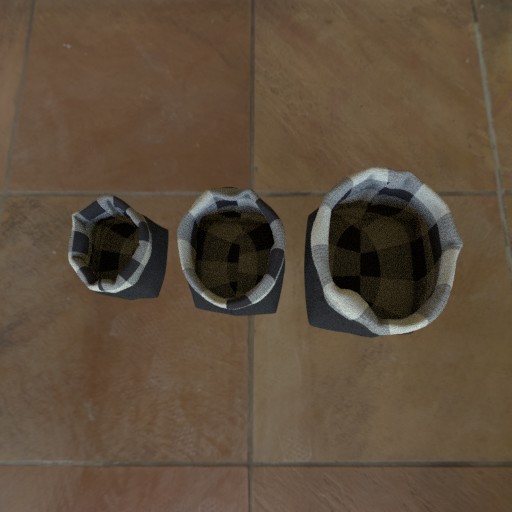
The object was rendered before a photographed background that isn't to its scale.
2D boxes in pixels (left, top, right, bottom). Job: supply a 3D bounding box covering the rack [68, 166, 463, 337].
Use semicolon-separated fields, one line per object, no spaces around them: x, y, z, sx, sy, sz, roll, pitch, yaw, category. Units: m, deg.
0.000;0.000;1.069;0.889;0.329;0.370;3;75;1;rack
